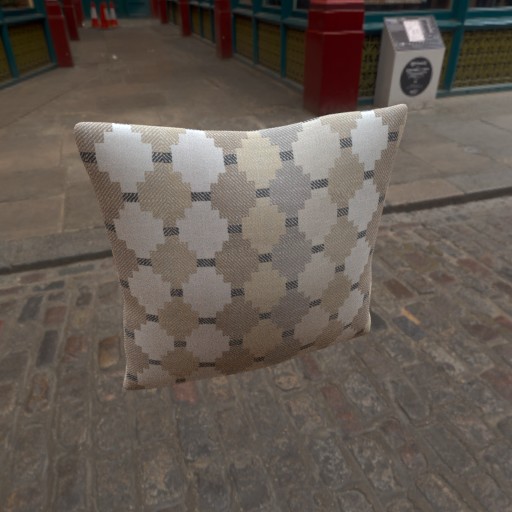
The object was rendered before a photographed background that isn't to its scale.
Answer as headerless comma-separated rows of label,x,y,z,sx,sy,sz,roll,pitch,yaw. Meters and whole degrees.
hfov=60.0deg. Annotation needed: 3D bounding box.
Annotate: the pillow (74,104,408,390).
pillow,0.000,0.000,0.855,0.578,0.558,0.192,-10,33,-16
